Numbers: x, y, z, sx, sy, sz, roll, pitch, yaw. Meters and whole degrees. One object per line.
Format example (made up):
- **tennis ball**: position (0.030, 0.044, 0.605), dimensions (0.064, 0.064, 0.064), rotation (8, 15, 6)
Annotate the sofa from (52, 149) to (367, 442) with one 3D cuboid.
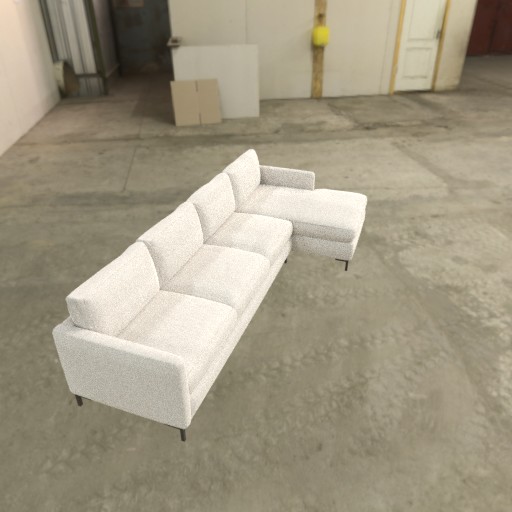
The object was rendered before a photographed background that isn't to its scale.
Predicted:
- **sofa**: position (0.000, 0.000, 2.902), dimensions (1.126, 0.677, 2.445), rotation (11, 33, 17)
